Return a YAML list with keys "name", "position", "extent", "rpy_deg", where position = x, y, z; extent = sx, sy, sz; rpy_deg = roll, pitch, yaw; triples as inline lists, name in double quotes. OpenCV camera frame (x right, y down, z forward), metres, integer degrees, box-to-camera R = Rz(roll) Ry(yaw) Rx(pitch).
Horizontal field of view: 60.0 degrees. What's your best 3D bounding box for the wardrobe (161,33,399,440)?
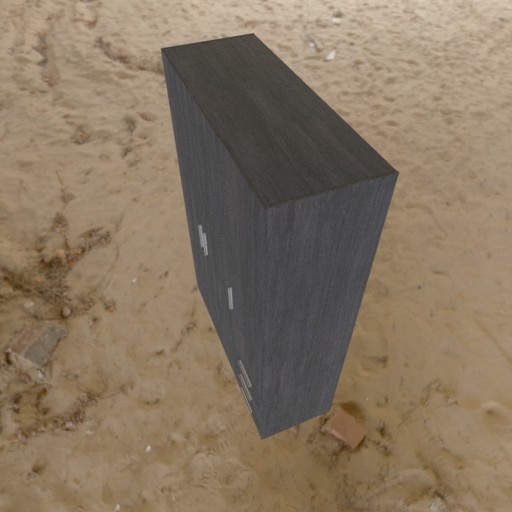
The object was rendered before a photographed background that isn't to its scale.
- name: "wardrobe"
  position: [0.000, 0.000, 2.532]
  extent: [0.510, 1.910, 1.290]
  rpy_deg: [-17, 50, -15]
